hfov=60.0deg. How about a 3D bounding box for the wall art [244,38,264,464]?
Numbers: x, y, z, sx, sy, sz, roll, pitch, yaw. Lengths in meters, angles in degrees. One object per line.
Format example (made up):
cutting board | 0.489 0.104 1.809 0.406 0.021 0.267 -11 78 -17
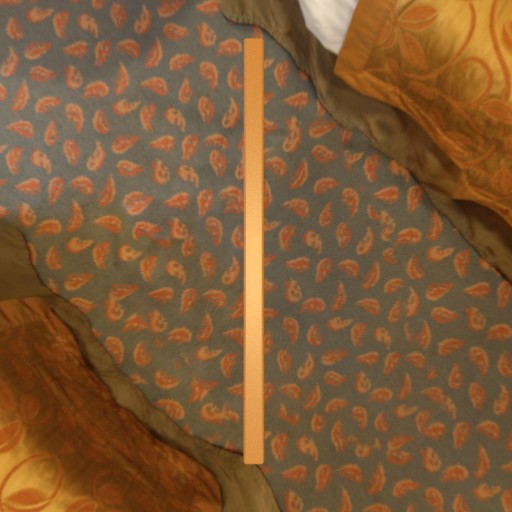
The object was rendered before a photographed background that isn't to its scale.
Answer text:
wall art | 0.000 0.000 0.511 0.015 0.379 0.310 0 88 0
